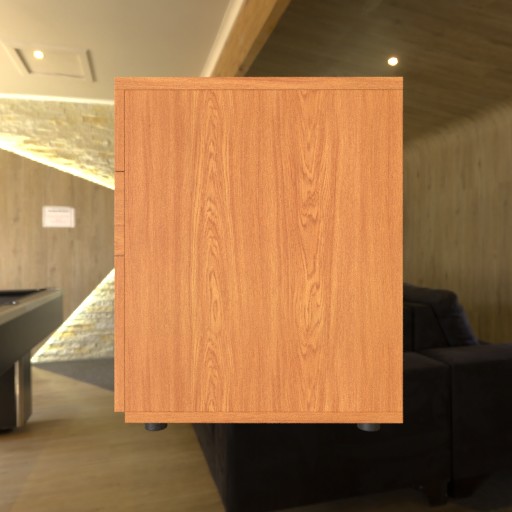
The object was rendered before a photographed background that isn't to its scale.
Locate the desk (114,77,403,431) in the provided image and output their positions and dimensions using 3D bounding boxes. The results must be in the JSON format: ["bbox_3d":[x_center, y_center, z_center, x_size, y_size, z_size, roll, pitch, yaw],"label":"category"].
[{"bbox_3d":[0.000,0.000,1.105,0.600,0.730,0.404,0,0,0],"label":"desk"}]
